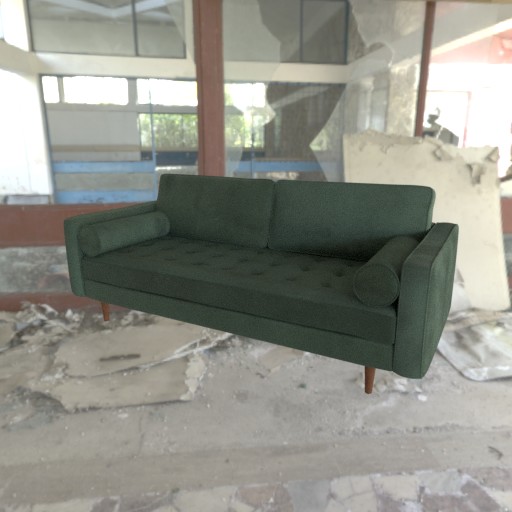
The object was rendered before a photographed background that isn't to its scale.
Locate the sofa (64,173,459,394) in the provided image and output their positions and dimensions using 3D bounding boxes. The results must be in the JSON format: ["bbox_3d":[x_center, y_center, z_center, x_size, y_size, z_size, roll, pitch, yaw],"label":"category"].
[{"bbox_3d":[0.000,0.000,2.337,1.880,0.772,0.916,8,17,28],"label":"sofa"}]
